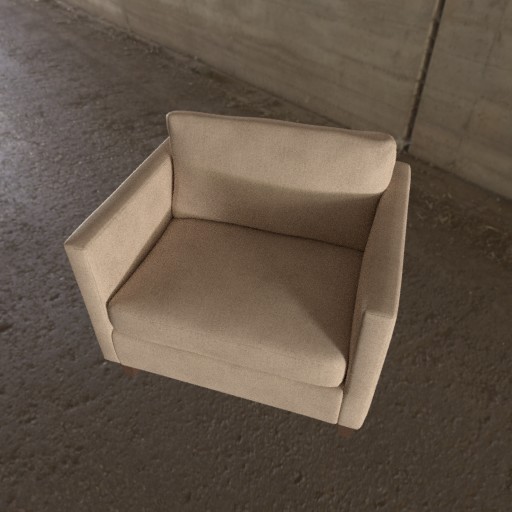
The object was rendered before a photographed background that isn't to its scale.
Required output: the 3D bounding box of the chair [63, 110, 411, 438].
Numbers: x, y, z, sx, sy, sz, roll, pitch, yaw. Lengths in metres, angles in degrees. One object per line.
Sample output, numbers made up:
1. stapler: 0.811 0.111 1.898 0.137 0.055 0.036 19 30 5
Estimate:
1. chair: 0.000 0.000 1.872 1.133 0.961 0.959 12 43 13
